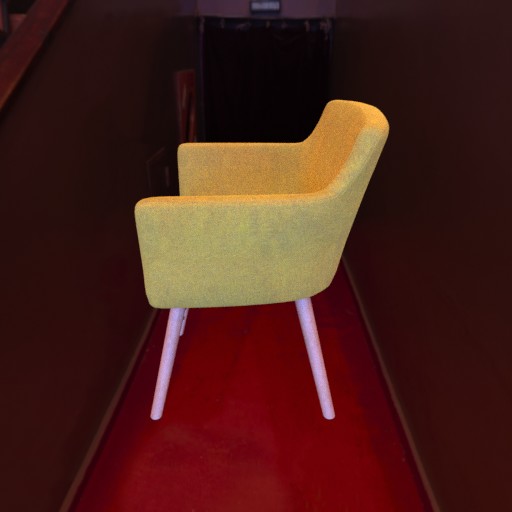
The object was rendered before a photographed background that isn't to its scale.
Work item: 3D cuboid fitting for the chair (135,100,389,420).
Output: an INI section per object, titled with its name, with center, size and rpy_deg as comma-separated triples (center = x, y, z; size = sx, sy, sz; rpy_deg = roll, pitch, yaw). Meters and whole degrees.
[chair]
center = 0.000, 0.000, 1.198
size = 0.570, 0.780, 0.570
rpy_deg = 0, 25, 0
